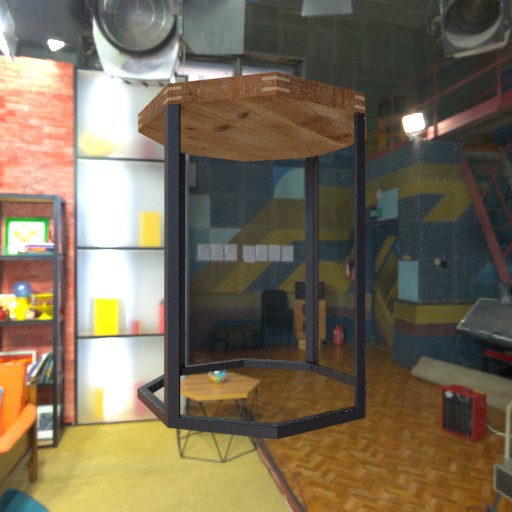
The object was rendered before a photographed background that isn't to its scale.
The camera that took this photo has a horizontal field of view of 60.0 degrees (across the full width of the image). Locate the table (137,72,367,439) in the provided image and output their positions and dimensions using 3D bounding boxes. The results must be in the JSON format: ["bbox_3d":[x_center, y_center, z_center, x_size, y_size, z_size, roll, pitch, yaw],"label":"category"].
[{"bbox_3d":[0.000,0.000,0.881,0.458,0.543,0.458,0,0,37],"label":"table"}]
